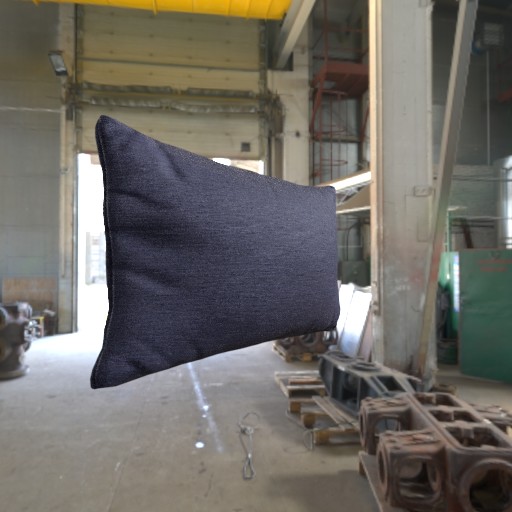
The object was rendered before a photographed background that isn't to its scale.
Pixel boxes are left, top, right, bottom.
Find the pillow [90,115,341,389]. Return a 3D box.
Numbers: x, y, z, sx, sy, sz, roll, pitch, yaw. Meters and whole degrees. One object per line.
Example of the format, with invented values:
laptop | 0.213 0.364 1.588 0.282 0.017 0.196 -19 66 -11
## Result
pillow | 0.000 0.000 0.787 0.210 0.338 0.633 -1 -1 37
